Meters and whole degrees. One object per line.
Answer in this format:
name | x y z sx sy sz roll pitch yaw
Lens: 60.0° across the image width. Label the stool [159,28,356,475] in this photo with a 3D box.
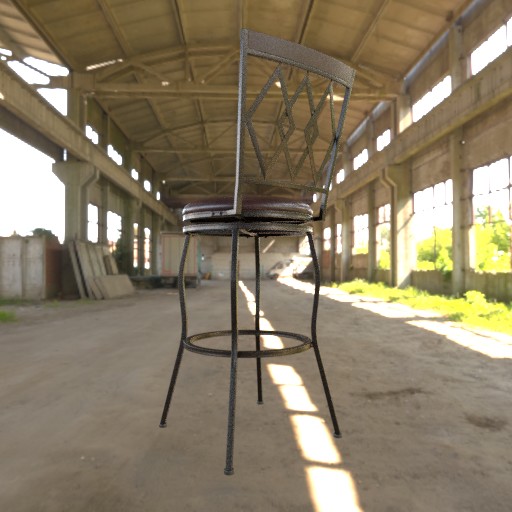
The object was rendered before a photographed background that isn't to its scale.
stool | 0.000 0.000 1.405 0.432 1.134 0.521 1 -1 -36
